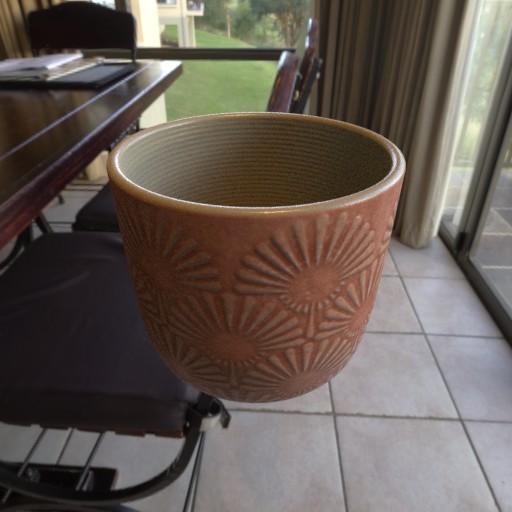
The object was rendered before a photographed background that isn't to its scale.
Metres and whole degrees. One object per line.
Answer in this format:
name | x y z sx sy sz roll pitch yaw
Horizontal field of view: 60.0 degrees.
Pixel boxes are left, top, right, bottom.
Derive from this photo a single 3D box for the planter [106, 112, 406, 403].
planter | 0.000 0.000 0.218 0.124 0.109 0.124 0 32 0
